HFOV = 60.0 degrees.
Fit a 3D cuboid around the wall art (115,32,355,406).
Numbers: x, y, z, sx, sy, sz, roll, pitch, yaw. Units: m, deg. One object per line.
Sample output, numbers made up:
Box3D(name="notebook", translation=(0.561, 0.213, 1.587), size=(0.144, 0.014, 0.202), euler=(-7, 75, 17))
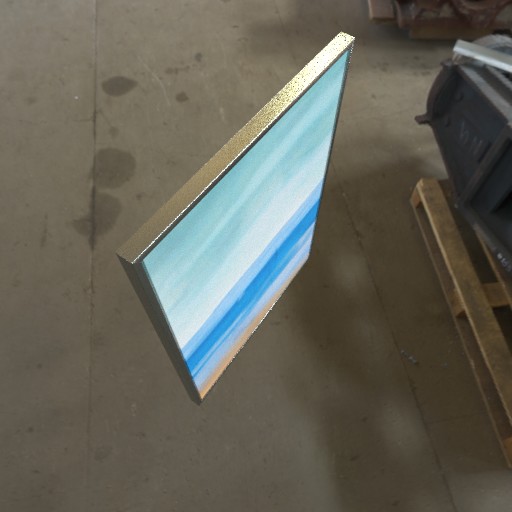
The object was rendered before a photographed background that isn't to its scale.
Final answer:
Box3D(name="wall art", translation=(0.000, 0.000, 1.397), size=(0.041, 1.062, 0.803), euler=(31, 63, 17))
